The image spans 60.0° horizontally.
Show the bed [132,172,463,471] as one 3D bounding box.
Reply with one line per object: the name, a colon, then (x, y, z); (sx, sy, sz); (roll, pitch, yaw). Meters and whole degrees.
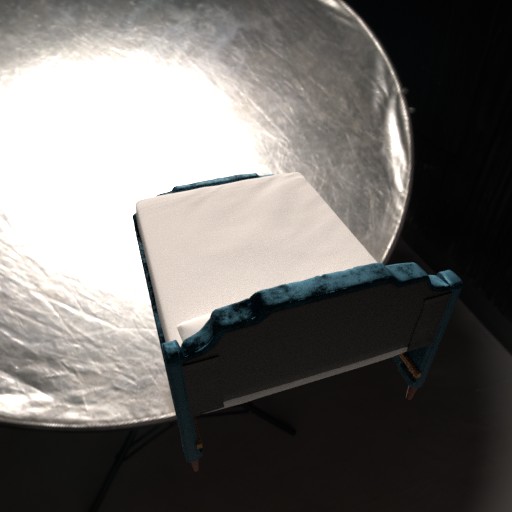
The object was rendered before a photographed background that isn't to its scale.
bed: (0.000, 0.000, 3.400); (1.678, 1.338, 2.322); (-12, 41, -14)
